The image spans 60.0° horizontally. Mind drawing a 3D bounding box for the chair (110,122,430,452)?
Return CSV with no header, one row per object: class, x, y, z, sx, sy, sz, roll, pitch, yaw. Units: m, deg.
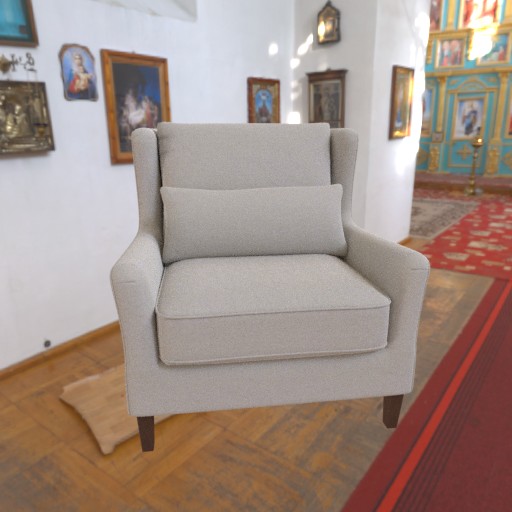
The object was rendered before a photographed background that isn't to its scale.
chair,0.000,0.000,1.800,0.982,1.056,1.040,-2,16,-8
